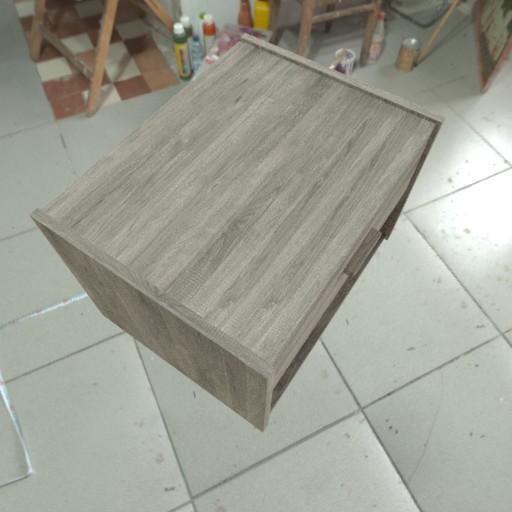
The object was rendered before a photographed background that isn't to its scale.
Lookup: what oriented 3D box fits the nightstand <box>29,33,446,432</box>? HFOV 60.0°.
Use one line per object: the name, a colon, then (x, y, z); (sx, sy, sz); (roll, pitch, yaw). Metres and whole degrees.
nightstand: (0.000, 0.000, 0.832); (0.380, 0.500, 0.480); (31, 64, 17)
